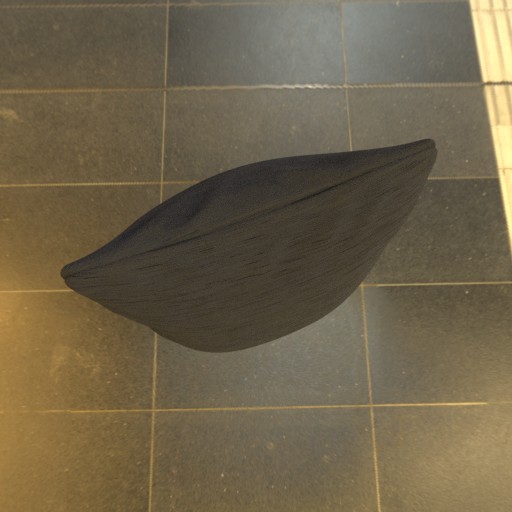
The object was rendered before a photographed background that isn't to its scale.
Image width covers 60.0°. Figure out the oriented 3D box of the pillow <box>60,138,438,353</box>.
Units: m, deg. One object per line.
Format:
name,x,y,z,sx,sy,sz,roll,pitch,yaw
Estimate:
pillow,0.000,0.000,0.663,0.432,0.414,0.246,-20,77,-5
